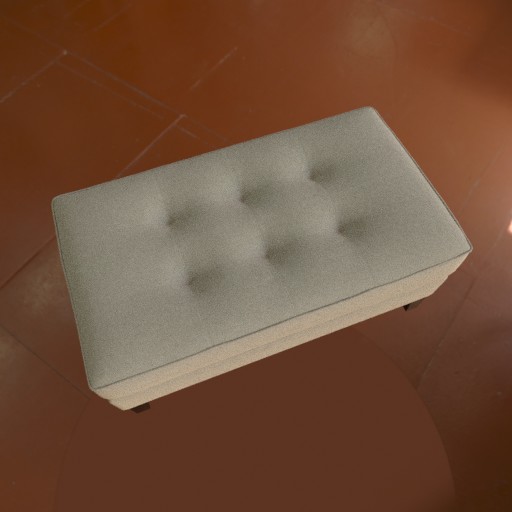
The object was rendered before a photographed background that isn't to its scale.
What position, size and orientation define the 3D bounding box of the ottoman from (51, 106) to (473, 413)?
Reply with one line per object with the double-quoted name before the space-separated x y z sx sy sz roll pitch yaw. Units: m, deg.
"ottoman" 0.000 0.000 1.503 1.143 0.508 0.648 -19 64 -9
